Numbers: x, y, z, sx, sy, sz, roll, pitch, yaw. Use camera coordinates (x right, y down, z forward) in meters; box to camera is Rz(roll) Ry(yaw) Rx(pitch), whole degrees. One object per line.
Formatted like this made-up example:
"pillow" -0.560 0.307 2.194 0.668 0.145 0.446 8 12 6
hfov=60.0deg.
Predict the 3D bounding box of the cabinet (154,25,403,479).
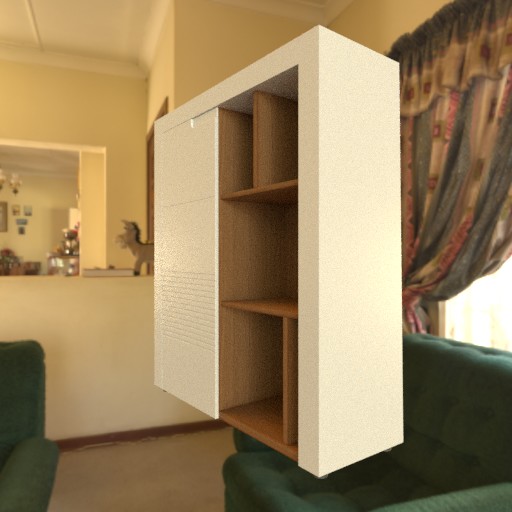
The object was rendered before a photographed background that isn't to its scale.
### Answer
"cabinet" 0.000 0.000 1.601 0.348 1.150 0.990 0 0 -37
